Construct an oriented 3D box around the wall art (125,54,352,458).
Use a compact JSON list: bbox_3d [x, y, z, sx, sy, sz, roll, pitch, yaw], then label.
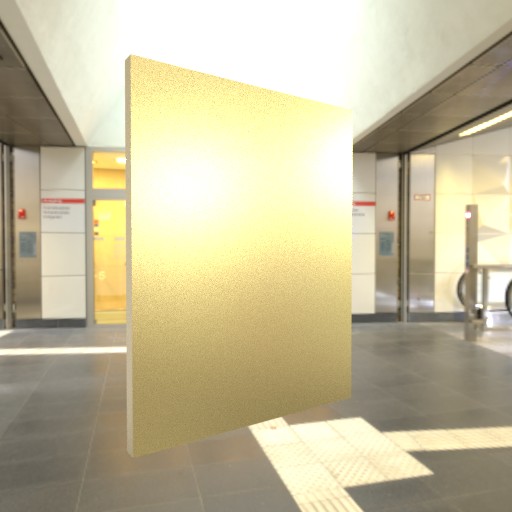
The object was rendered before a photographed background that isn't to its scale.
[{"bbox_3d":[0.000,0.000,0.761,0.444,0.569,0.025,-1,1,-35],"label":"wall art"}]
